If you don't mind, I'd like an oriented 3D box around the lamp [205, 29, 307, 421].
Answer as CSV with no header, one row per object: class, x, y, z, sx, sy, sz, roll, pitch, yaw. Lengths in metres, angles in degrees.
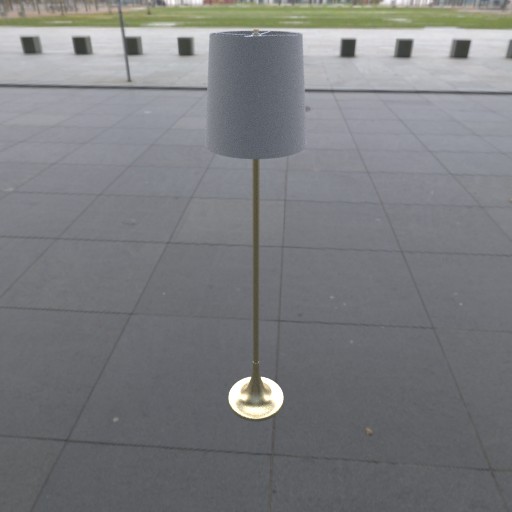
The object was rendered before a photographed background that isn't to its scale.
lamp,0.000,0.000,1.691,0.337,1.543,0.337,0,30,0
